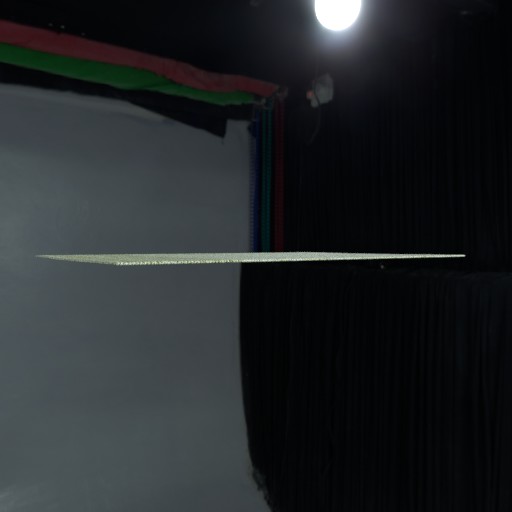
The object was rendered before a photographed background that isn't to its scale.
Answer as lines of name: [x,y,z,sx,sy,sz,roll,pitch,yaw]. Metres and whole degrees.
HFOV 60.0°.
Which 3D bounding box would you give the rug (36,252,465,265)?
rug: [0.000,0.000,2.148,1.758,0.010,1.143,-1,2,-36]
